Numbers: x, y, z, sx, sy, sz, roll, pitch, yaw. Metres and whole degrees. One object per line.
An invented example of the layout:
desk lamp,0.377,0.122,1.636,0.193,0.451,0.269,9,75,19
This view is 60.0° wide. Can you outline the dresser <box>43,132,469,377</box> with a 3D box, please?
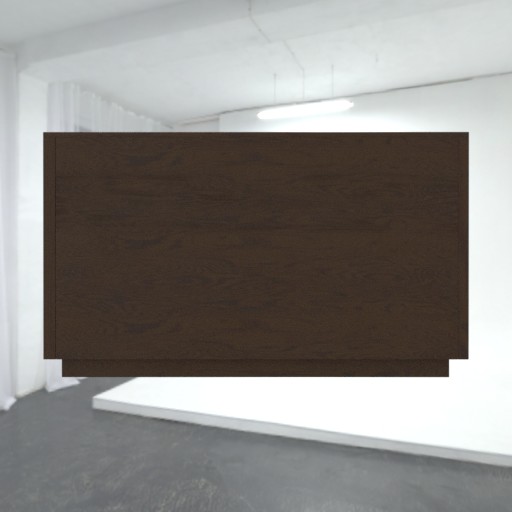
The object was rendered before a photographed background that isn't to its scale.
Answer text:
dresser,0.000,0.000,1.841,1.523,0.889,0.512,0,0,0
